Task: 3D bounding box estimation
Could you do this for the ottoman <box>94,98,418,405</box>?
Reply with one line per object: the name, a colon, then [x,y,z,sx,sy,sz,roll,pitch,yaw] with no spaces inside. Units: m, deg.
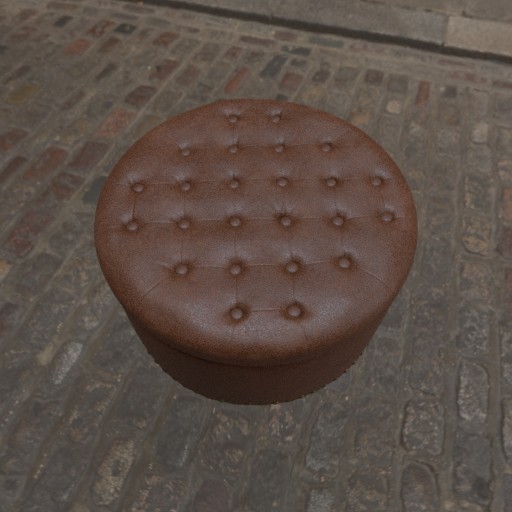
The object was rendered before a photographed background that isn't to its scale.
ottoman: [0.000,0.000,1.041,0.637,0.442,0.637,0,57,0]
